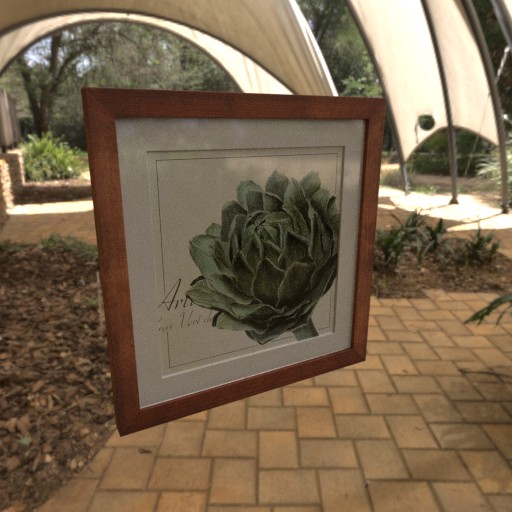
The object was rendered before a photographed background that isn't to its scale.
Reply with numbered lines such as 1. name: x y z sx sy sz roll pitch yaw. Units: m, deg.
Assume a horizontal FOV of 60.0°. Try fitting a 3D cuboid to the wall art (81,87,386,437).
1. wall art: 0.000 0.000 0.831 0.554 0.572 0.037 -9 18 -27
